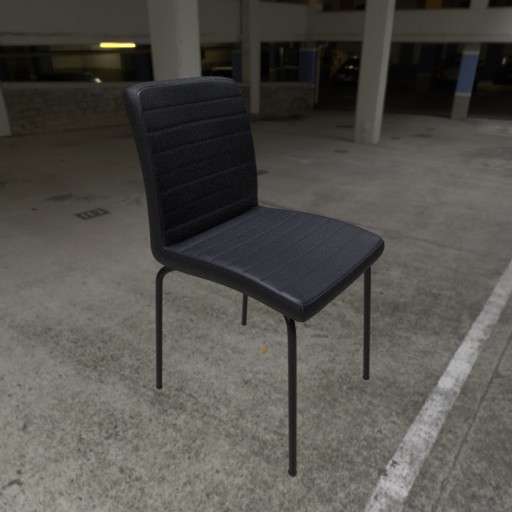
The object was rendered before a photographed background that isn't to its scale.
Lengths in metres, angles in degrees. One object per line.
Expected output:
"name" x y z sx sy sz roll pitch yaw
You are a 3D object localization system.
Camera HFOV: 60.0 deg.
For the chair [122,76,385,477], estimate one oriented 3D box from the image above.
"chair" 0.000 0.000 1.207 0.572 0.872 0.450 19 32 33
